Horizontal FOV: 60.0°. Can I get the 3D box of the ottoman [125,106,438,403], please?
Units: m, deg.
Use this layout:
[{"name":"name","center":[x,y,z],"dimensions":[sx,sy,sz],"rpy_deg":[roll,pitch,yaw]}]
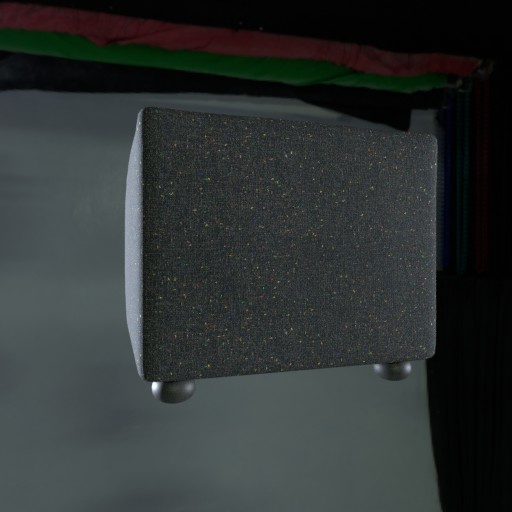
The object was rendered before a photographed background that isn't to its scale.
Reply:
[{"name":"ottoman","center":[0.000,0.000,0.905],"dimensions":[0.508,0.432,0.508],"rpy_deg":[0,0,-18]}]
